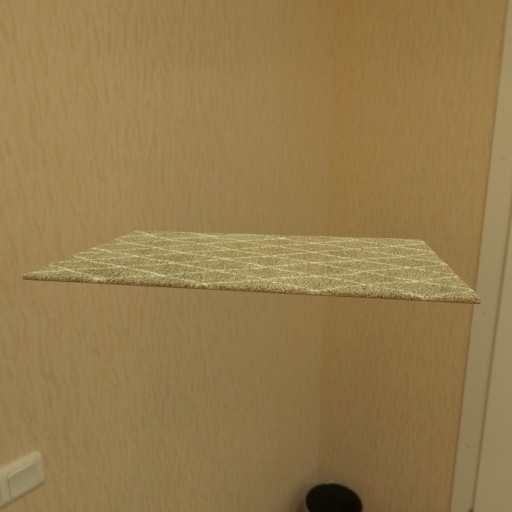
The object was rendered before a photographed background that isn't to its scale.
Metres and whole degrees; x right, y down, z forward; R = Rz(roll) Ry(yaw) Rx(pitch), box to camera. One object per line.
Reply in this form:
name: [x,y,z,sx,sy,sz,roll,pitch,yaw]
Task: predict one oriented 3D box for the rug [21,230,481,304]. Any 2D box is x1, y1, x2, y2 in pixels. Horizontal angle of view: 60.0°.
rug: [0.000,0.000,3.026,2.438,0.030,1.524,2,13,10]
